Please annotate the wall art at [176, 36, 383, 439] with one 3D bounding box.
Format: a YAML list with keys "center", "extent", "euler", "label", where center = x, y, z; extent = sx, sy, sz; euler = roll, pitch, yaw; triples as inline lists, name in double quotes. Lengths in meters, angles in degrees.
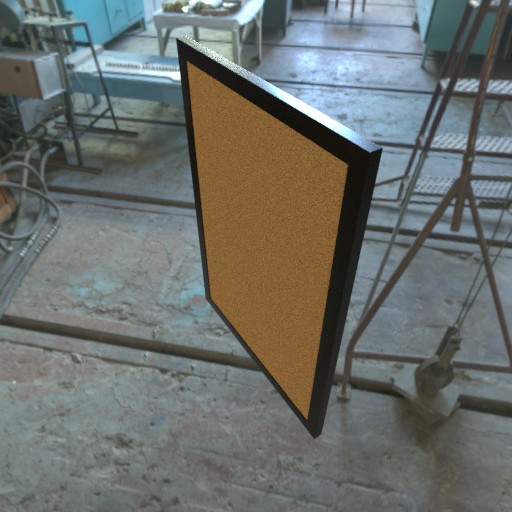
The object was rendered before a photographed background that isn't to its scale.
- center: [0.000, 0.000, 0.831]
  extent: [0.019, 0.656, 0.462]
  euler: [-24, 48, -24]
  label: "wall art"
